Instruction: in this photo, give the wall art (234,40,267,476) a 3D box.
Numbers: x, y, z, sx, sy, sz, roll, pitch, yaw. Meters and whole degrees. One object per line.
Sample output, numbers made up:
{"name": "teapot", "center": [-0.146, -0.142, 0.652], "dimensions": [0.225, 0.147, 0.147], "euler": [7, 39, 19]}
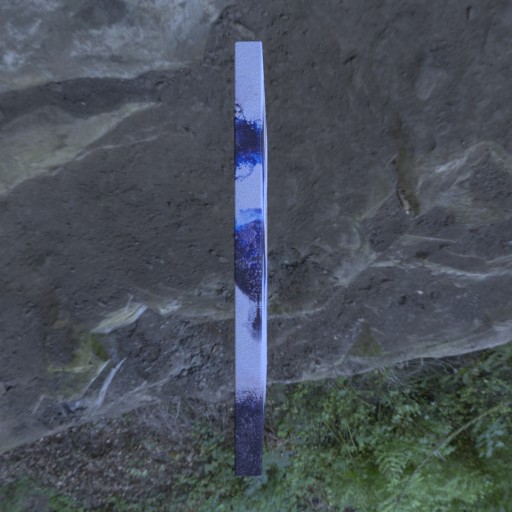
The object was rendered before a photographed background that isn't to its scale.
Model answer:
{"name": "wall art", "center": [0.000, 0.000, 0.920], "dimensions": [0.039, 0.609, 0.609], "euler": [0, 91, 2]}
